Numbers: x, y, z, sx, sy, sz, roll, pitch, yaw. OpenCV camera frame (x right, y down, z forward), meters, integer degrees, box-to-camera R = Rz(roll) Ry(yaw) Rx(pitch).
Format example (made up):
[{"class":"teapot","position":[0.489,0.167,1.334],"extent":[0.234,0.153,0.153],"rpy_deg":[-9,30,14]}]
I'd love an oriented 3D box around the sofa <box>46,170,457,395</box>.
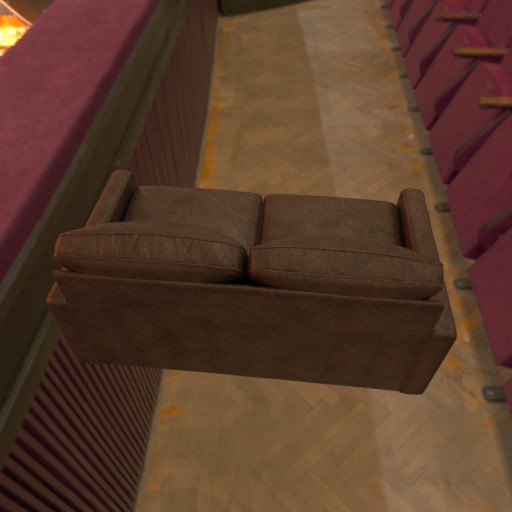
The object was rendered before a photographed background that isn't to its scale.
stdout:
[{"class":"sofa","position":[0.000,0.000,2.210],"extent":[1.732,0.916,0.939],"rpy_deg":[4,47,4]}]
